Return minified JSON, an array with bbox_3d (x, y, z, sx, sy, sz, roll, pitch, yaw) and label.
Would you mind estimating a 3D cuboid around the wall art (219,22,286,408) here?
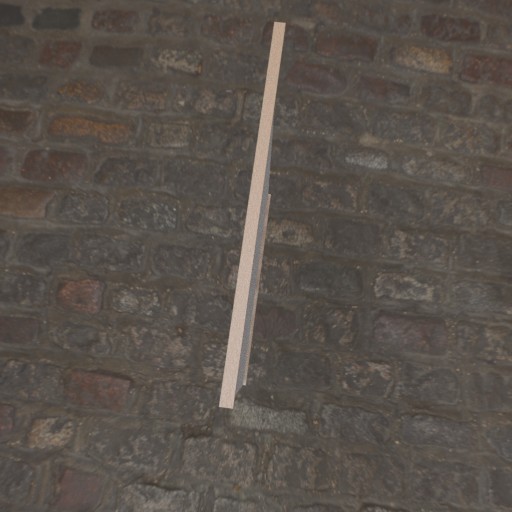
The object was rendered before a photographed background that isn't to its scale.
[{"bbox_3d":[0.000,0.000,0.684,0.012,0.508,0.405,7,76,2],"label":"wall art"}]
